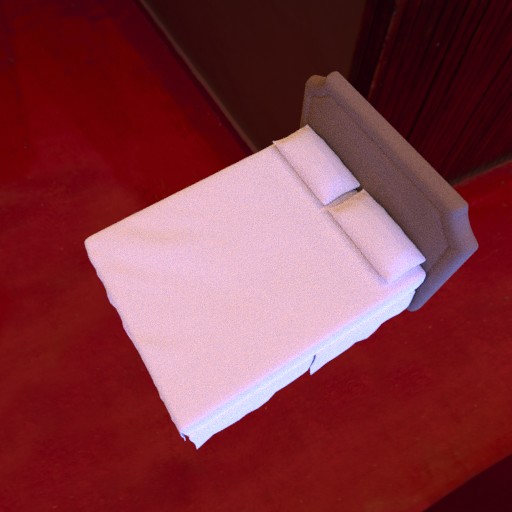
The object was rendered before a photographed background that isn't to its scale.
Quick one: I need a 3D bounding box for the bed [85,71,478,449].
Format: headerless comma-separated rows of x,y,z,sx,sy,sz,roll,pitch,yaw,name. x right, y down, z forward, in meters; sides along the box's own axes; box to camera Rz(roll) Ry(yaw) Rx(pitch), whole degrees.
0.000,0.000,3.101,2.116,1.290,1.693,-29,68,-13,bed
